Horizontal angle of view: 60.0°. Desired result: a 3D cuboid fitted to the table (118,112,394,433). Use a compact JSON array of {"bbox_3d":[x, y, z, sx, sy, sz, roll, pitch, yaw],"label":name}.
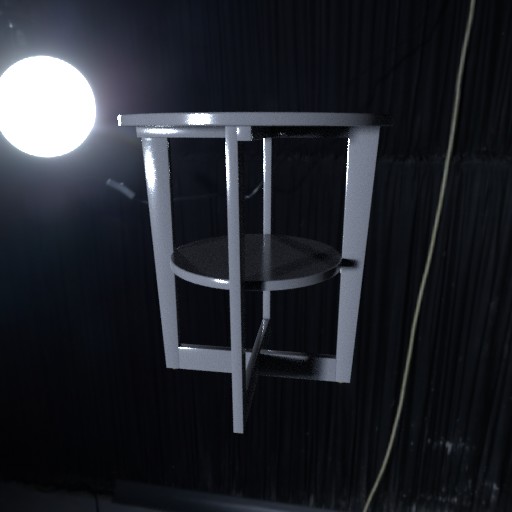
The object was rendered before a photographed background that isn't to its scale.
[{"bbox_3d":[0.000,0.000,0.916,0.500,0.550,0.500,0,16,0],"label":"table"}]
